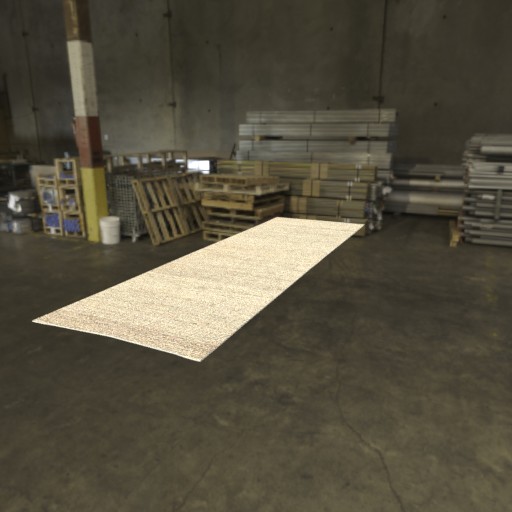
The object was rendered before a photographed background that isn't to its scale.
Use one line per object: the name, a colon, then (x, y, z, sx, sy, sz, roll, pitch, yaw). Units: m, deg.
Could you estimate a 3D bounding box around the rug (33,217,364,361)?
rug: (0.000, 0.000, 2.563, 0.741, 0.014, 2.390, 7, 17, 25)
